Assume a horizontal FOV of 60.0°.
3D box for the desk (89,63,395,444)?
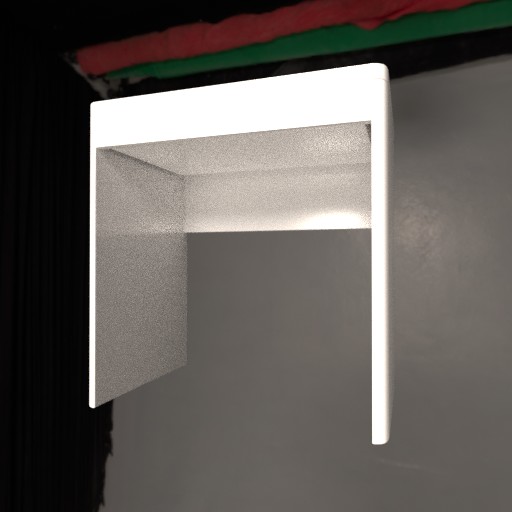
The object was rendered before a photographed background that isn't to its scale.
[{"bbox_3d":[0.000,0.000,1.296,0.762,0.800,0.549,0,-1,19],"label":"desk"}]
